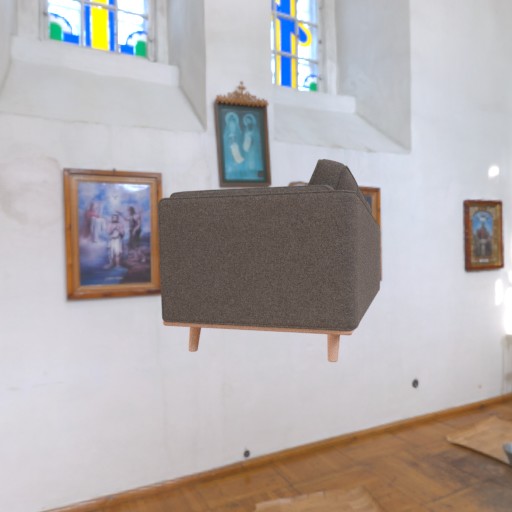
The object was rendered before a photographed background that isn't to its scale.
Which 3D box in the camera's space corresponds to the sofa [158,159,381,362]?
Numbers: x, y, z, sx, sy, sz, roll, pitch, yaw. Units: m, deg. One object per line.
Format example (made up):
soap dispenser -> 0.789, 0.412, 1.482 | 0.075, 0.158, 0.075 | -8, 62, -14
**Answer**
sofa -> 0.000, 0.000, 3.122 | 1.604, 0.929, 2.411 | 0, 0, 18
